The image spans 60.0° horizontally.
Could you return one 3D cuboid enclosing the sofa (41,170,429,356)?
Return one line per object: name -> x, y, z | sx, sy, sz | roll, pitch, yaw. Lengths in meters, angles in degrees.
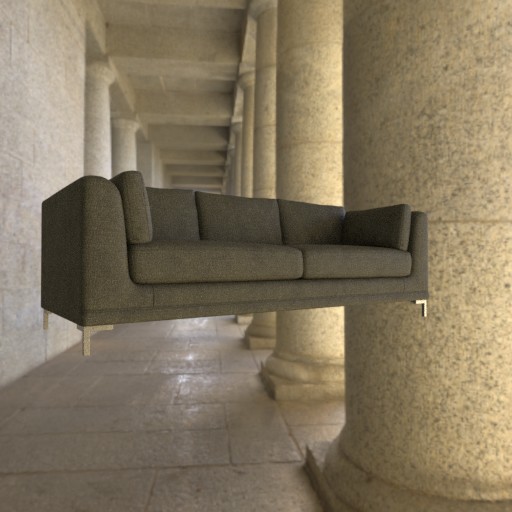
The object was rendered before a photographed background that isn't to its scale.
sofa -> 0.000, 0.000, 2.904 | 2.415, 0.867, 0.969 | 1, -1, -35
